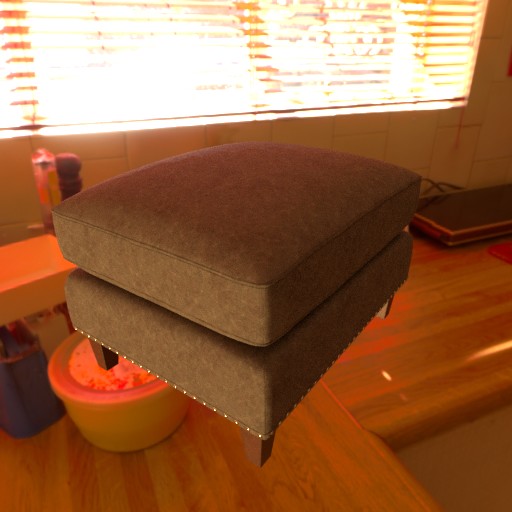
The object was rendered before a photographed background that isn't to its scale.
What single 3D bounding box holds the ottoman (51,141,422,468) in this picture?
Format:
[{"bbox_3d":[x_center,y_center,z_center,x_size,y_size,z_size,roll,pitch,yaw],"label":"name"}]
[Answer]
[{"bbox_3d":[0.000,0.000,1.133,0.584,0.513,0.741,18,31,32],"label":"ottoman"}]
